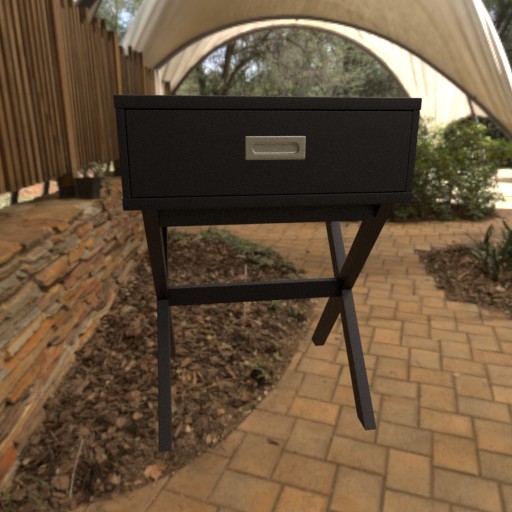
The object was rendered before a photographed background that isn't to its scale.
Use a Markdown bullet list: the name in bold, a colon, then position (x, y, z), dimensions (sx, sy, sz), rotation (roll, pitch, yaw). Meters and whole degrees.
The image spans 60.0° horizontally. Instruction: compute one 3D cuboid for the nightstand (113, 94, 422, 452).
- **nightstand**: position (0.000, 0.000, 0.953), dimensions (0.479, 0.623, 0.402), rotation (-2, 16, -8)
